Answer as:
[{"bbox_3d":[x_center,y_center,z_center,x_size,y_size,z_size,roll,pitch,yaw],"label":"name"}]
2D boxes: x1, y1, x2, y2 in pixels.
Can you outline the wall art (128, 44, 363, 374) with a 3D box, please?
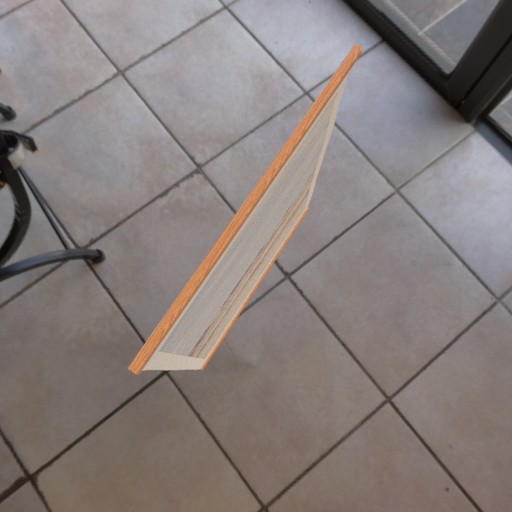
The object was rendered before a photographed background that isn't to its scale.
[{"bbox_3d":[0.000,0.000,0.681,0.010,0.507,0.404,32,78,8],"label":"wall art"}]
